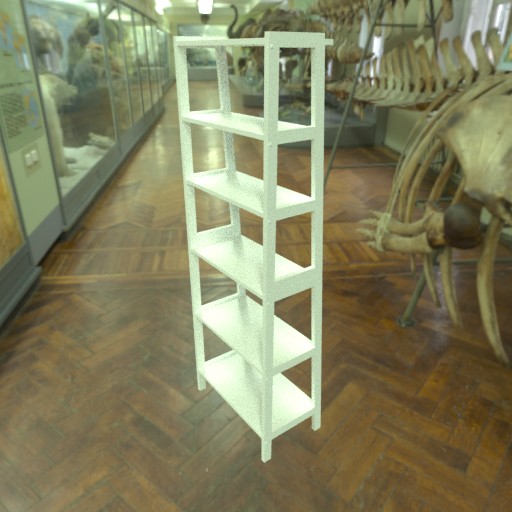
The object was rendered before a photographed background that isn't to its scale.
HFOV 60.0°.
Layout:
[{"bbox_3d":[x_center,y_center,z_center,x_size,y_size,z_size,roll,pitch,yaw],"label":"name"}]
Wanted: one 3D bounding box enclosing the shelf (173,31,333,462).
[{"bbox_3d":[0.000,0.000,2.121,0.381,1.892,0.660,-17,30,-33],"label":"shelf"}]
